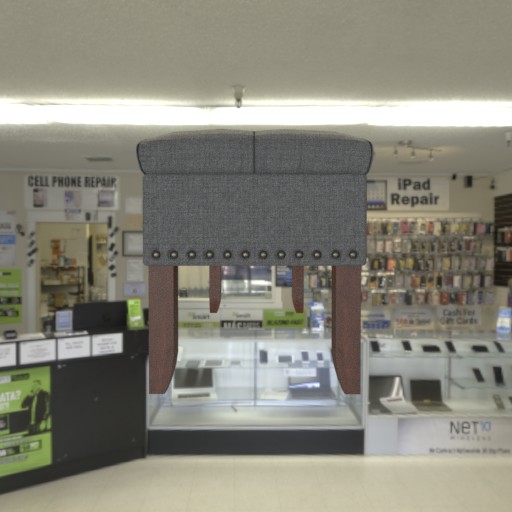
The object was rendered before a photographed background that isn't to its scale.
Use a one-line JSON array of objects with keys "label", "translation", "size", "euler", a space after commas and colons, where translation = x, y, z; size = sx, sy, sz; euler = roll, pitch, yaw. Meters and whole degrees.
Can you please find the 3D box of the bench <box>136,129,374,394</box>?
[{"label": "bench", "translation": [0.000, 0.000, 1.283], "size": [0.417, 0.470, 1.052], "euler": [0, 1, 0]}]
